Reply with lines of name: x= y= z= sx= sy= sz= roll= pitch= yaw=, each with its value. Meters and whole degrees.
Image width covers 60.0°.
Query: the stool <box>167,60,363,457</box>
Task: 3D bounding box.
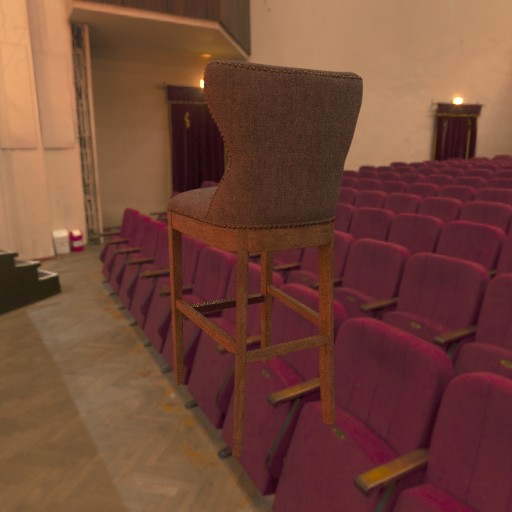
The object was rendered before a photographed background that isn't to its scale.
stool: x=0.000 y=0.000 z=1.490 sx=0.494 sy=1.123 sz=0.606 roll=-7 pitch=15 yaw=-27
